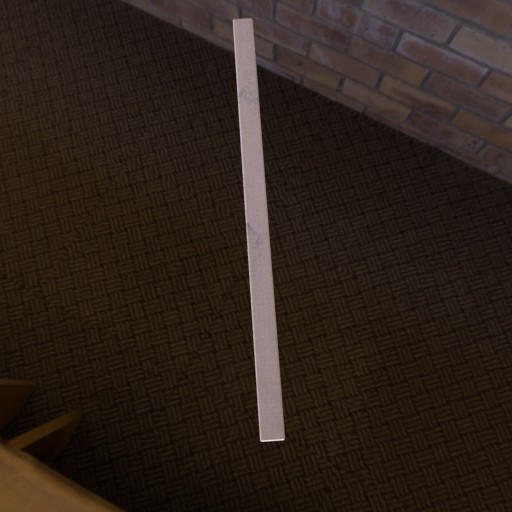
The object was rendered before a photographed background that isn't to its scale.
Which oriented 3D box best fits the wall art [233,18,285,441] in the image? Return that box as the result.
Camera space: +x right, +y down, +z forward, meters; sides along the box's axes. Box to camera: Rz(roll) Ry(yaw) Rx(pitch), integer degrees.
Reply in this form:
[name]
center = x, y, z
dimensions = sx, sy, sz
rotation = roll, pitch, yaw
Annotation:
[wall art]
center = 0.000, 0.000, 1.136
dimensions = 0.038, 0.762, 0.762
rotation = -4, 77, -1
